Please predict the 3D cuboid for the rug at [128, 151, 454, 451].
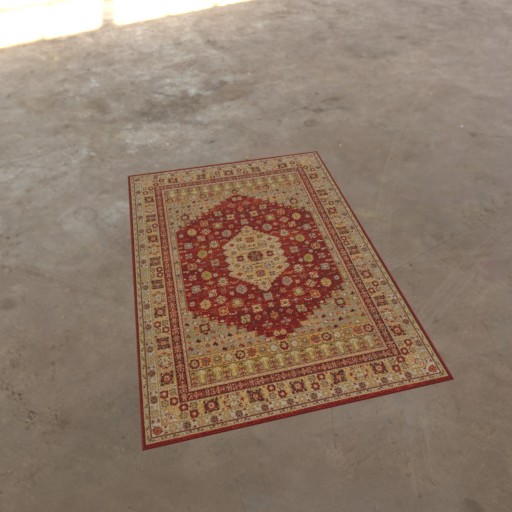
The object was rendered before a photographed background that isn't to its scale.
[{"bbox_3d":[0.000,0.000,2.924,1.593,0.013,2.211,-9,46,-9],"label":"rug"}]
